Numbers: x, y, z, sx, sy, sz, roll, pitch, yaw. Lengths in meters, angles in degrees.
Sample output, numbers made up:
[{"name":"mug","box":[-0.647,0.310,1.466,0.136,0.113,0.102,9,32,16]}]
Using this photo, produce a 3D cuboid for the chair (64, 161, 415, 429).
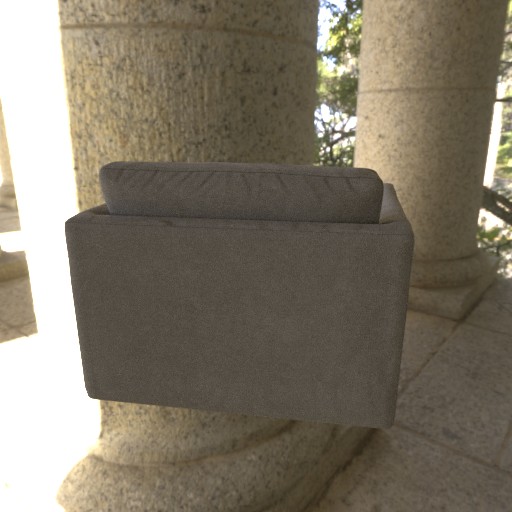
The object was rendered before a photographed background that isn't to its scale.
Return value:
[{"name":"chair","box":[0.000,0.000,1.838,1.190,0.845,1.091,3,17,9]}]
